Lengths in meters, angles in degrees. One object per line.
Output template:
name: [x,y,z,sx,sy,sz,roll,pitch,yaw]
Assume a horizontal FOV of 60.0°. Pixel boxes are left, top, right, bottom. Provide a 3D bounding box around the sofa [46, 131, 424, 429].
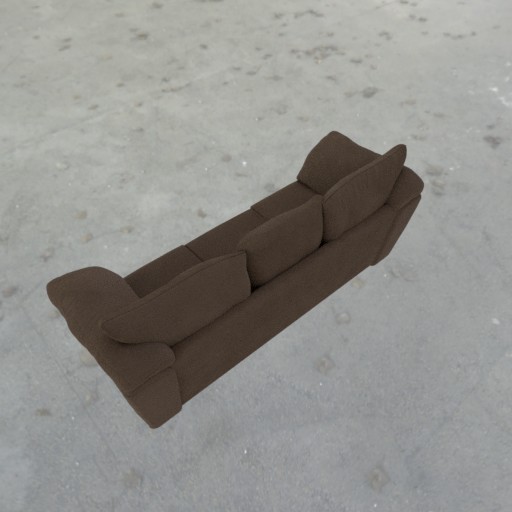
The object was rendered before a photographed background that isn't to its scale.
sofa: [0.000,0.000,2.859,2.336,1.015,0.878,-32,55,-26]
